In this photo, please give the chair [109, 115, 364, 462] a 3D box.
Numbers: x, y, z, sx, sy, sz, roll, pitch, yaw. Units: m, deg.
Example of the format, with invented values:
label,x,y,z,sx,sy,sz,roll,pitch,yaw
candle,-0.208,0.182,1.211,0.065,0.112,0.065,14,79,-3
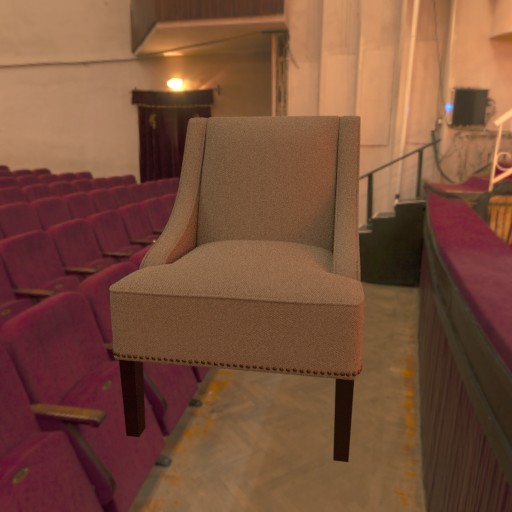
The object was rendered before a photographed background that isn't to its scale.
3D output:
label,x,y,z,sx,sy,sz,roll,pitch,yaw
chair,0.000,0.000,1.368,0.628,0.872,0.748,2,13,10
